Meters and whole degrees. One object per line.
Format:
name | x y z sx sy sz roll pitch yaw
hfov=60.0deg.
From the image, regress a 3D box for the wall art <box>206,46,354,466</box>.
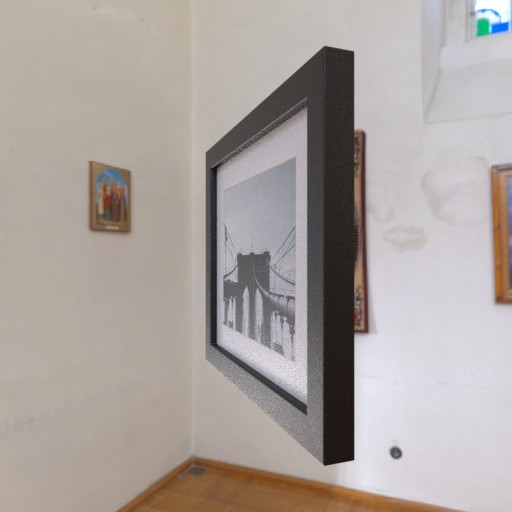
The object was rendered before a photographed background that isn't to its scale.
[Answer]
wall art | 0.000 0.000 0.530 0.028 0.330 0.380 0 0 -21
